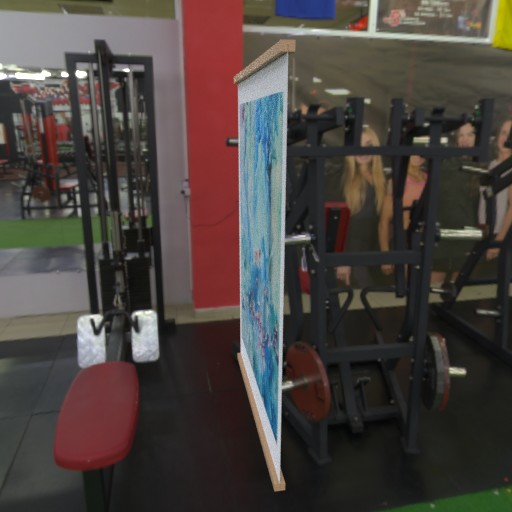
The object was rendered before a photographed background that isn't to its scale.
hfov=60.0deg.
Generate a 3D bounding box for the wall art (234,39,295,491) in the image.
[{"bbox_3d":[0.000,0.000,0.636,0.013,0.510,0.335,-3,17,-10],"label":"wall art"}]
